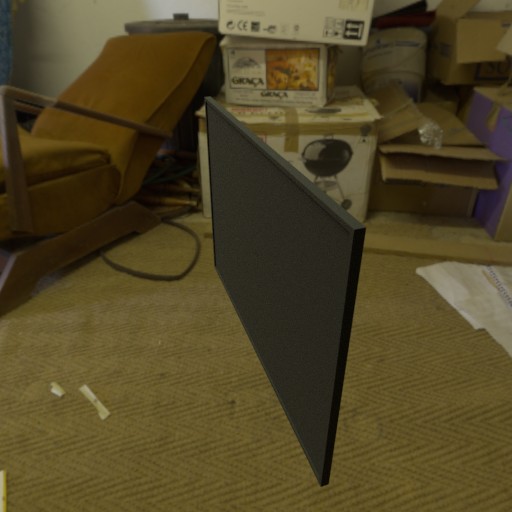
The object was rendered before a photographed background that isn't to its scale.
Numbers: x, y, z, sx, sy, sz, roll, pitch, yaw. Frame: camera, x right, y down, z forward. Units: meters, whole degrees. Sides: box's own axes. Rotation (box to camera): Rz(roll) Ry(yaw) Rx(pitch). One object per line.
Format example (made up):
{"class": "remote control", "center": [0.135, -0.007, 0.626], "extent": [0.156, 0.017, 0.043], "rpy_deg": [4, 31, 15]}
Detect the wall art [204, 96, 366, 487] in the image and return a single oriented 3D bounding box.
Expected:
{"class": "wall art", "center": [0.000, 0.000, 1.499], "extent": [0.028, 0.805, 1.190], "rpy_deg": [-10, 33, -16]}
